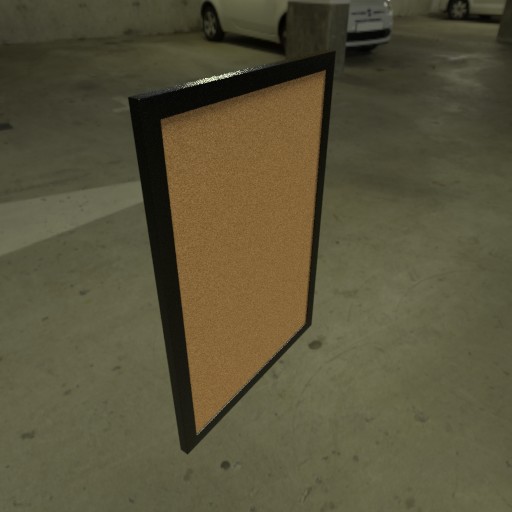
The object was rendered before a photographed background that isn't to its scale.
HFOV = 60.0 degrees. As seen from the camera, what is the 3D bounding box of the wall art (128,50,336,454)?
[{"bbox_3d":[0.000,0.000,0.546,0.013,0.432,0.304,22,38,30],"label":"wall art"}]
